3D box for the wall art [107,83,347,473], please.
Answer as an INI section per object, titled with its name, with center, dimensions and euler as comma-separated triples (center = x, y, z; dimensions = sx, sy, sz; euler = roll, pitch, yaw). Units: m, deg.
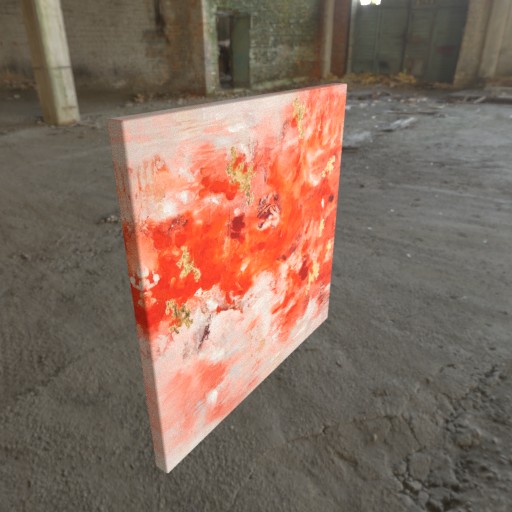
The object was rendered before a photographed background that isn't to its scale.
[wall art]
center = 0.000, 0.000, 1.090
dimensions = 0.064, 0.746, 0.747
euler = 18, 31, 32
